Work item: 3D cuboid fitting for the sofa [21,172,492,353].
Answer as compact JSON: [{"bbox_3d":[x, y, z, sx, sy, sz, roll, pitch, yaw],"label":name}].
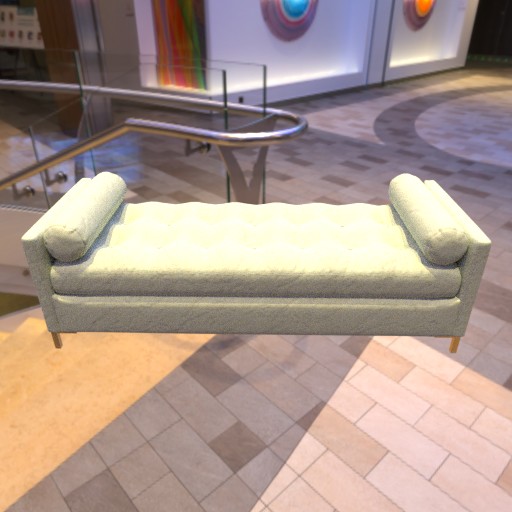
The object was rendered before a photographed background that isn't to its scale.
[{"bbox_3d":[0.000,0.000,2.418,2.102,0.705,0.796,0,30,1],"label":"sofa"}]
